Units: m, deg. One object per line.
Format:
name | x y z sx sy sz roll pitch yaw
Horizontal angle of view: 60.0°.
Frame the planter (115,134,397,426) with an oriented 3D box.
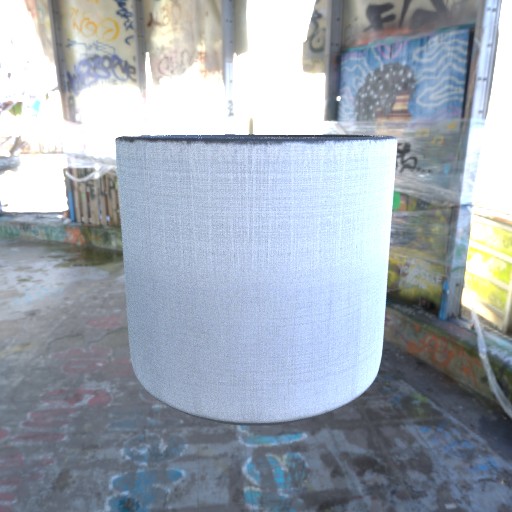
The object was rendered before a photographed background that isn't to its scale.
planter | 0.000 0.000 0.382 0.221 0.201 0.221 0 16 0
